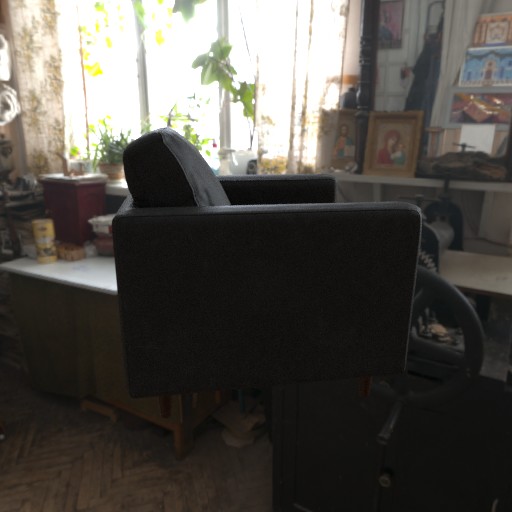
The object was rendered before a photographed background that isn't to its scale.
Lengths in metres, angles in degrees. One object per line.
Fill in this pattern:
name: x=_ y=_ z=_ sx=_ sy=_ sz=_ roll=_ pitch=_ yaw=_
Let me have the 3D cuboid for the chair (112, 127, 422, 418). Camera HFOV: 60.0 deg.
chair: x=0.000 y=0.000 z=1.610 sx=0.879 sy=0.898 sz=0.831 roll=-3 pitch=17 yaw=-9
